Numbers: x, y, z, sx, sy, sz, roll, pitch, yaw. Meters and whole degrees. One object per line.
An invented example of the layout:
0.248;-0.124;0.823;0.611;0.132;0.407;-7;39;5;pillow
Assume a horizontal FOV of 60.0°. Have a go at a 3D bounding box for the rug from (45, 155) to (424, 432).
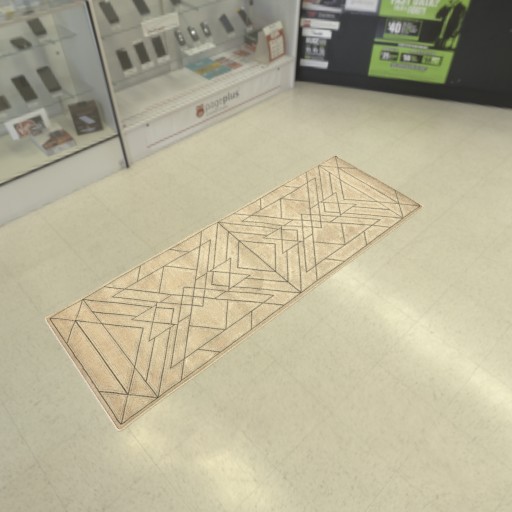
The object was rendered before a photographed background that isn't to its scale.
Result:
0.000;0.000;2.756;2.381;0.036;0.831;-33;55;-27;rug
